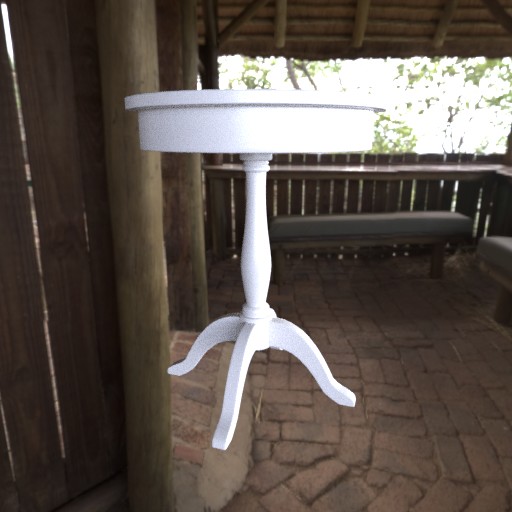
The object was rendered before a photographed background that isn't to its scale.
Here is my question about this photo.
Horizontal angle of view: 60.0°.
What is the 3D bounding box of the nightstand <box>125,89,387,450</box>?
[{"bbox_3d":[0.000,0.000,0.985,0.513,0.653,0.513,8,17,26],"label":"nightstand"}]
